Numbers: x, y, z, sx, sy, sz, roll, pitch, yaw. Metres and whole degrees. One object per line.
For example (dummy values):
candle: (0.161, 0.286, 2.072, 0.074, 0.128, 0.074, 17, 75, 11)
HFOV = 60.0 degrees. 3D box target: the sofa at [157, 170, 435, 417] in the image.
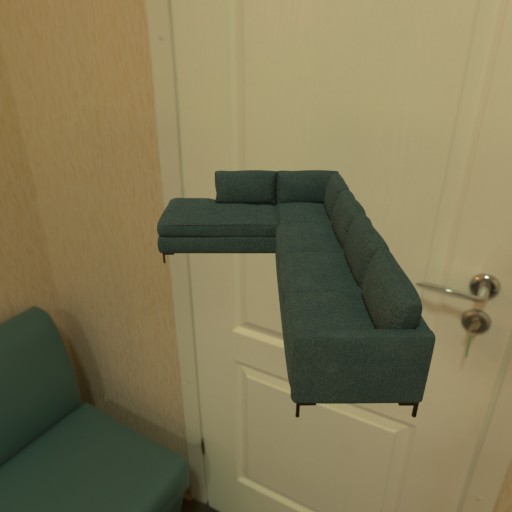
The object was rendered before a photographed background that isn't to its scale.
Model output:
sofa: (0.000, 0.000, 3.845, 2.007, 0.815, 2.949, 0, 26, 0)
